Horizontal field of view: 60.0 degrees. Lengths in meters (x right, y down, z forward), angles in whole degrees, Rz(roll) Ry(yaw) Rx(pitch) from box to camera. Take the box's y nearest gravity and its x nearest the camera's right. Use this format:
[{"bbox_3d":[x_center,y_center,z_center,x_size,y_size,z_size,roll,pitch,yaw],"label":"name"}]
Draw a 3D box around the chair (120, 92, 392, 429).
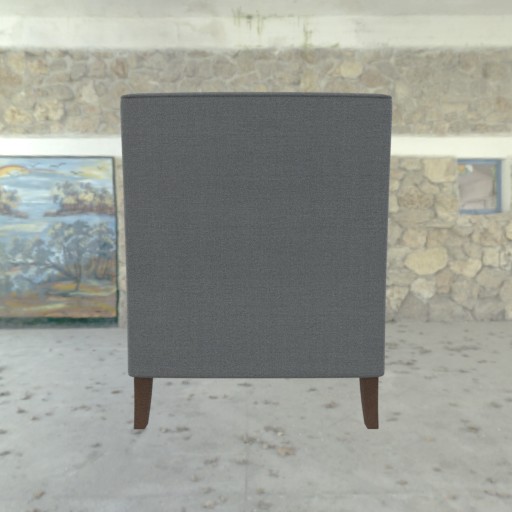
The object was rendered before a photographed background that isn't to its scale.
[{"bbox_3d":[0.000,0.000,1.826,0.866,1.056,1.040,0,1,0],"label":"chair"}]
